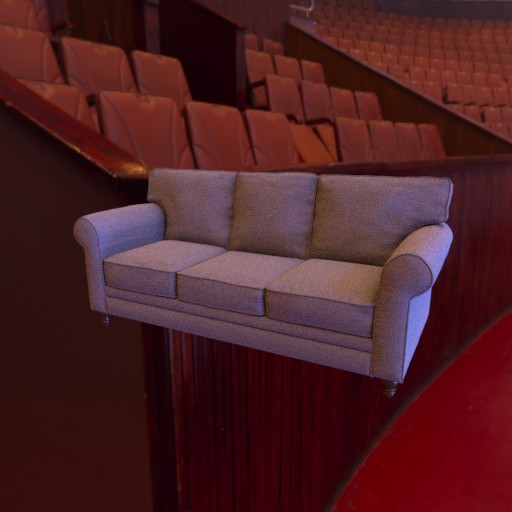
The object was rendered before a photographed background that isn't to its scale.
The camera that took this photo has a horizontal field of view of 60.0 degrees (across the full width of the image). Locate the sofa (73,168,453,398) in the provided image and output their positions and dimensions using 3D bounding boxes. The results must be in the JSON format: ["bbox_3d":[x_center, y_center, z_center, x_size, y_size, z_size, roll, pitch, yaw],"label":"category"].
[{"bbox_3d":[0.000,0.000,2.636,2.084,0.961,0.916,7,16,27],"label":"sofa"}]
